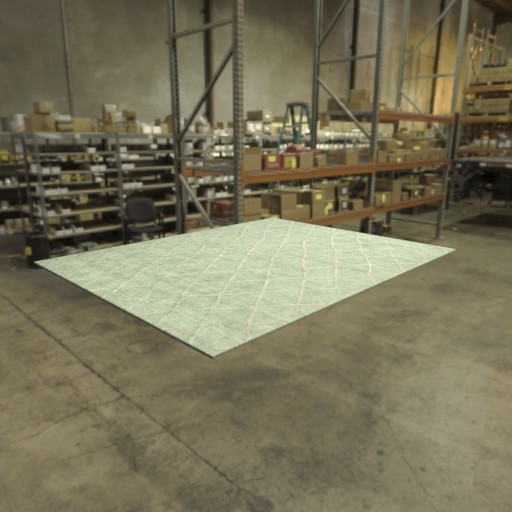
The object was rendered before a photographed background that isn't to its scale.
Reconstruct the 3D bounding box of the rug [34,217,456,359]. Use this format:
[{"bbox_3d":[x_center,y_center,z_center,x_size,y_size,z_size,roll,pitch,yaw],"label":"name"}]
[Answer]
[{"bbox_3d":[0.000,0.000,4.059,2.420,0.019,3.039,15,21,43],"label":"rug"}]
